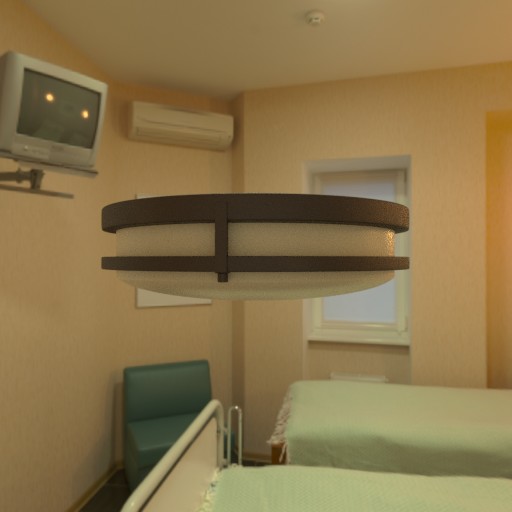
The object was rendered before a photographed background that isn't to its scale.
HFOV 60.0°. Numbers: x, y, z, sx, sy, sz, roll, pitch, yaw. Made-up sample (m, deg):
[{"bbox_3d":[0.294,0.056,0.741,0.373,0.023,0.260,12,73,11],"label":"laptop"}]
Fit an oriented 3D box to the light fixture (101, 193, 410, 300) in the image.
[{"bbox_3d":[0.000,0.000,0.540,0.356,0.102,0.356,0,0,0],"label":"light fixture"}]
